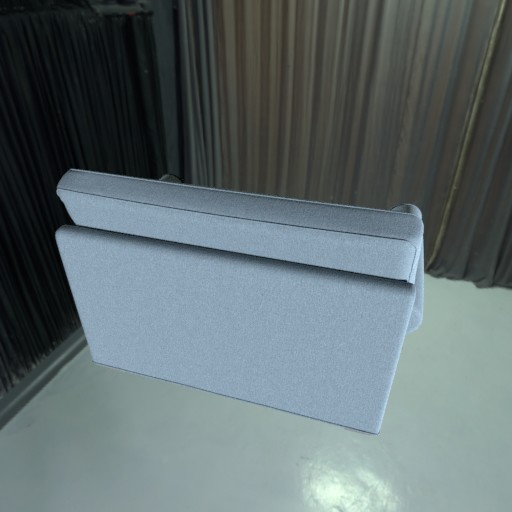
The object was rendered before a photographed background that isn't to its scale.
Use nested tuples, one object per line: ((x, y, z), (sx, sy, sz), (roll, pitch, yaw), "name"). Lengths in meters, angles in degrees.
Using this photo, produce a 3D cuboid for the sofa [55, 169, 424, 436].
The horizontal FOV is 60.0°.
((0.000, 0.000, 1.999), (1.410, 0.953, 0.940), (10, 34, 15), "sofa")
